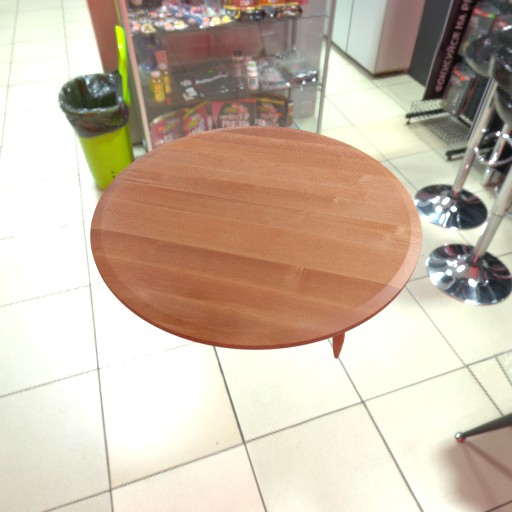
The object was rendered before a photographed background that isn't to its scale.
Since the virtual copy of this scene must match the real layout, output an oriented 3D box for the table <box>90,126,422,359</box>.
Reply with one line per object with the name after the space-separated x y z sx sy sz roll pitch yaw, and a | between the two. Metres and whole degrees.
0.000 0.000 1.380 0.900 0.400 0.900 0 46 0 | table
